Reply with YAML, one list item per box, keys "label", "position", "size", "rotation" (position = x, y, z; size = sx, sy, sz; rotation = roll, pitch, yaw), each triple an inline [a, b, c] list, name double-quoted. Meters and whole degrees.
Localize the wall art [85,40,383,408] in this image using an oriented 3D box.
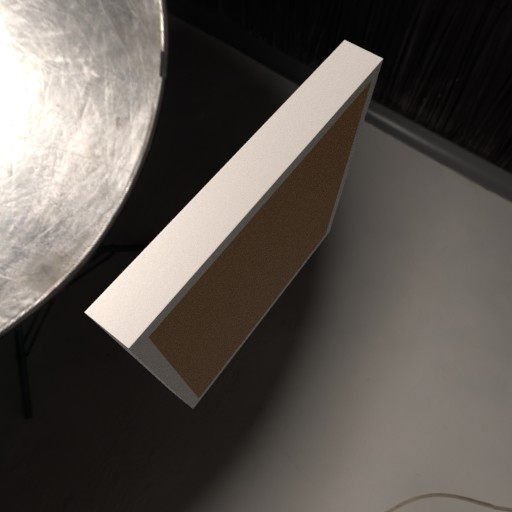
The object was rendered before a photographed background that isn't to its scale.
- label: "wall art"
  position: [0.000, 0.000, 0.459]
  size: [0.038, 0.302, 0.305]
  rotation: [34, 69, 15]
